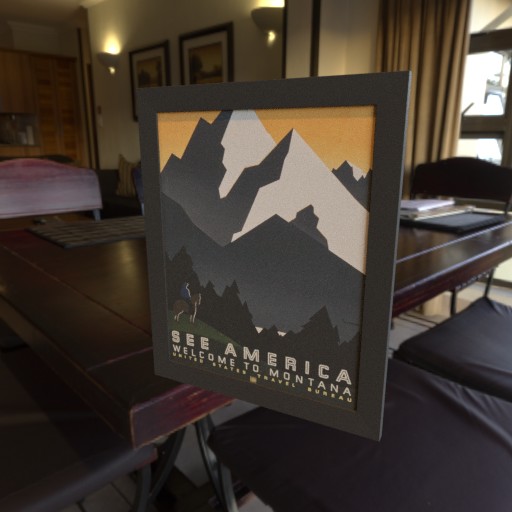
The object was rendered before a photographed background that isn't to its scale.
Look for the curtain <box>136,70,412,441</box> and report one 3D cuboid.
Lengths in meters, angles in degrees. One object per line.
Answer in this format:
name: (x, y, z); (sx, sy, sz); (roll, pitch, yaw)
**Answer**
curtain: (0.000, 0.000, 0.794); (0.483, 0.585, 0.027); (8, 17, 26)
